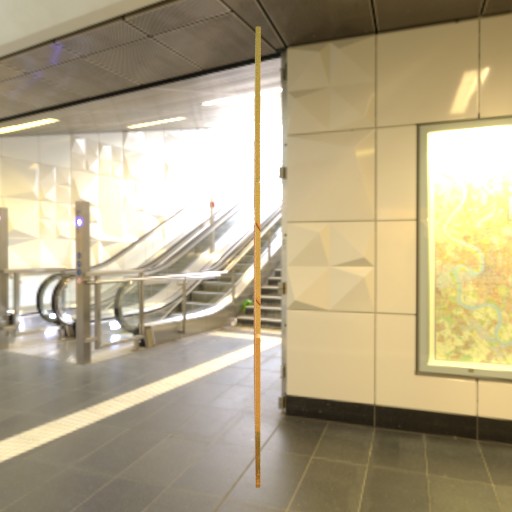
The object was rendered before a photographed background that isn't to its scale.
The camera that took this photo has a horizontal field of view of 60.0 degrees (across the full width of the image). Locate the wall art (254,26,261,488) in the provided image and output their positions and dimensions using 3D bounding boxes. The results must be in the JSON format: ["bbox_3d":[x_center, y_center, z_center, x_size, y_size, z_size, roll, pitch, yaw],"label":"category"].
[{"bbox_3d":[0.000,0.000,1.778,0.013,1.219,1.214,0,1,-1],"label":"wall art"}]
